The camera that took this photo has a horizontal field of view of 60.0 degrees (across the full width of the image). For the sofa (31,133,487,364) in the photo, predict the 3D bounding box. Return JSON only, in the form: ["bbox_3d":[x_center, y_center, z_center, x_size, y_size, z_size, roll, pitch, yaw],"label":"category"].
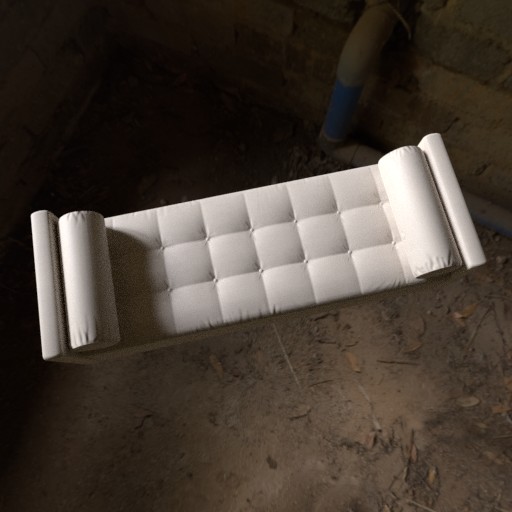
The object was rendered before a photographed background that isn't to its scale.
[{"bbox_3d":[0.000,0.000,2.291,1.981,0.635,0.686,-12,75,-3],"label":"sofa"}]
